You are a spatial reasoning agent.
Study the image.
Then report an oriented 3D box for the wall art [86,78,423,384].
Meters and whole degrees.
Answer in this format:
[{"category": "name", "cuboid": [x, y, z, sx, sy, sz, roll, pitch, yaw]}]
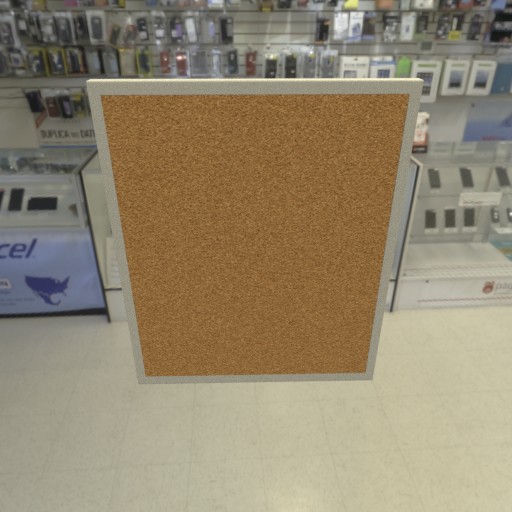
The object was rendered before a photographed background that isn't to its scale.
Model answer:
[{"category": "wall art", "cuboid": [0.000, 0.000, 0.720, 0.444, 0.536, 0.020, -1, 29, -1]}]
